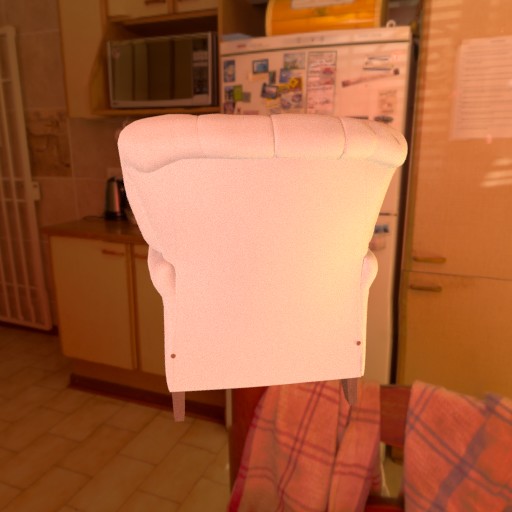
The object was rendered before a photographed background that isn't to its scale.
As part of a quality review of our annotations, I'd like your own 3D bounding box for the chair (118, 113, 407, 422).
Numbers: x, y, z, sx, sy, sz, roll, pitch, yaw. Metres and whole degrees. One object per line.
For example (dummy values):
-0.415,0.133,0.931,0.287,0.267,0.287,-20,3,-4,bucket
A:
0.000,0.000,2.079,1.090,1.217,1.128,-2,14,-9,chair
